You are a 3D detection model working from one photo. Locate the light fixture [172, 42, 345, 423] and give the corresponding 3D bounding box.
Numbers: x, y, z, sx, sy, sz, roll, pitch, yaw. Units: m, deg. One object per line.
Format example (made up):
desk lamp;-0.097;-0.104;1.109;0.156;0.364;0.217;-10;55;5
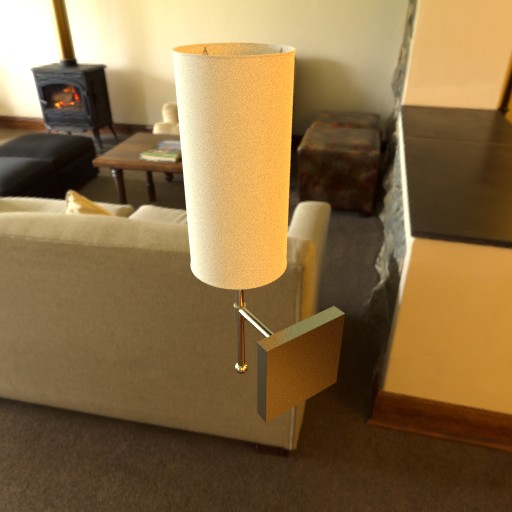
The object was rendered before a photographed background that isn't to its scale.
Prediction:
light fixture;0.000;0.000;0.549;0.128;0.462;0.208;-19;36;-29
